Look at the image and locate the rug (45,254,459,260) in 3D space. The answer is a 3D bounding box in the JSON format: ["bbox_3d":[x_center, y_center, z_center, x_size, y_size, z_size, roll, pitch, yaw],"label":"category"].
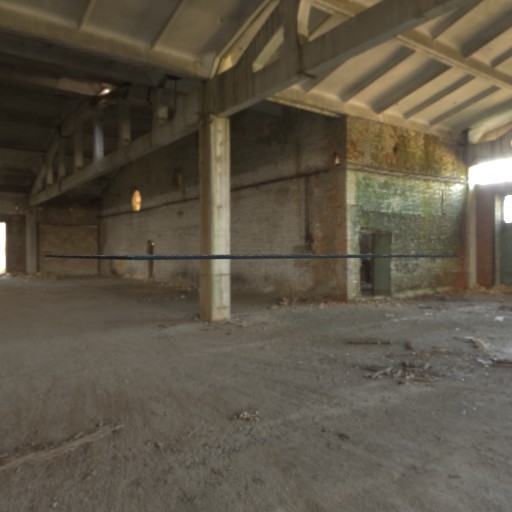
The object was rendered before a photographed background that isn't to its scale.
[{"bbox_3d":[0.000,0.000,2.914,2.290,0.014,1.526,0,0,-37],"label":"rug"}]
